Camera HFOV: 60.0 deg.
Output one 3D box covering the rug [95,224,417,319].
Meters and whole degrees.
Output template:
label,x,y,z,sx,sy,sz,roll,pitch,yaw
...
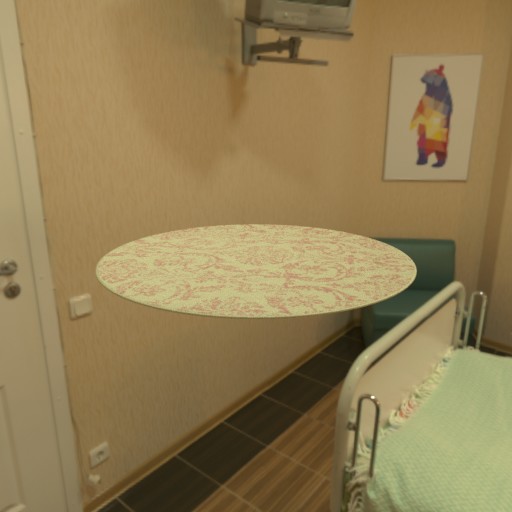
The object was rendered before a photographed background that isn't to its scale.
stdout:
label,x,y,z,sx,sy,sz,roll,pitch,yaw
rug,0.000,0.000,2.326,1.593,0.012,1.593,0,16,0
